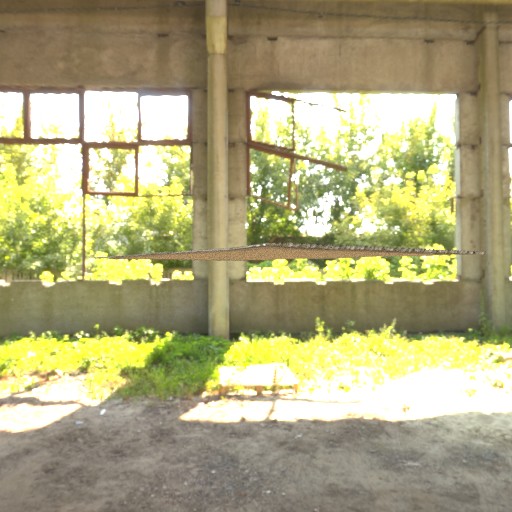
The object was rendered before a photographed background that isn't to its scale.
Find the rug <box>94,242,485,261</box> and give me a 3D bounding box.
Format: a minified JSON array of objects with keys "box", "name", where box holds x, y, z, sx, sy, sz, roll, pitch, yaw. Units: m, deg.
[{"box":[0.000,0.000,3.067,1.530,0.025,2.431,1,-2,-36],"name":"rug"}]
